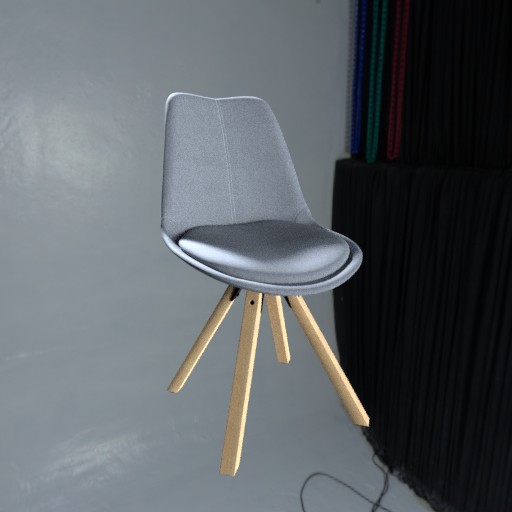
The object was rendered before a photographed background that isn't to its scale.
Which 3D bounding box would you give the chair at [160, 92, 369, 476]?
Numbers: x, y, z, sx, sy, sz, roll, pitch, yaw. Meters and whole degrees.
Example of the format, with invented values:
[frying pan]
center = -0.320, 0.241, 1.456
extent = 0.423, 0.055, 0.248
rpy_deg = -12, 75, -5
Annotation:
[chair]
center = 0.000, 0.000, 1.188
extent = 0.474, 0.863, 0.549
rpy_deg = -7, 16, -27
